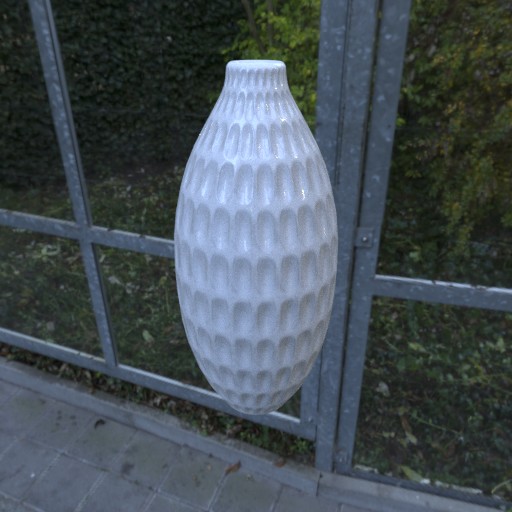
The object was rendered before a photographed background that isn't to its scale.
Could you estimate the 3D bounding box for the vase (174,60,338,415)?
[{"bbox_3d":[0.000,0.000,0.350,0.127,0.282,0.127,0,27,0],"label":"vase"}]
